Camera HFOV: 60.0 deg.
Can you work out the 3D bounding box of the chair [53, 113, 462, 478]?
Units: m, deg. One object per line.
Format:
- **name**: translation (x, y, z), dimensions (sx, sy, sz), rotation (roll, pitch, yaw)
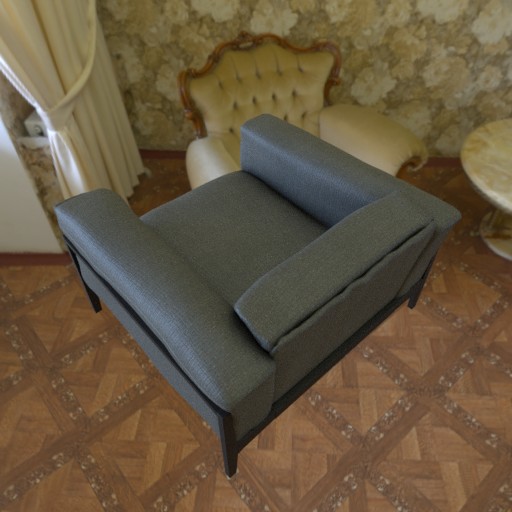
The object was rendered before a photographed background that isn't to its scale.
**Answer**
- **chair**: translation (0.000, 0.000, 1.656), dimensions (1.056, 0.646, 0.969), rotation (-33, 54, -28)
